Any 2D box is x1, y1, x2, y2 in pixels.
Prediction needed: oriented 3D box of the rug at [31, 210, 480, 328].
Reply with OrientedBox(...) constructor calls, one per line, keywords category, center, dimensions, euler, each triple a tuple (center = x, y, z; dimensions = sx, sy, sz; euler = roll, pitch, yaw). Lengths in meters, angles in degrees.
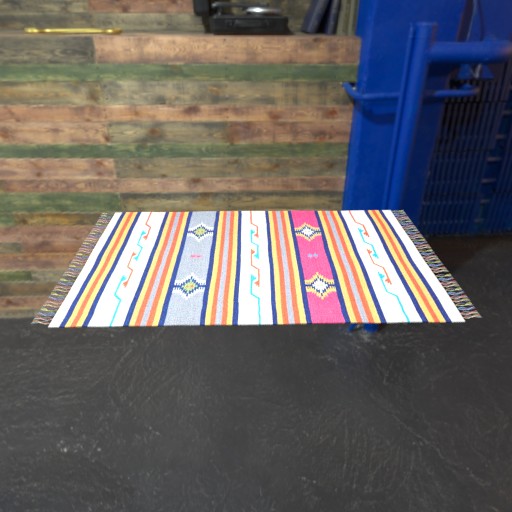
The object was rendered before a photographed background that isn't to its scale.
OrientedBox(category="rug", center=(0.000, 0.000, 2.253), dimensions=(1.849, 0.013, 1.084), euler=(-1, 31, -1))
